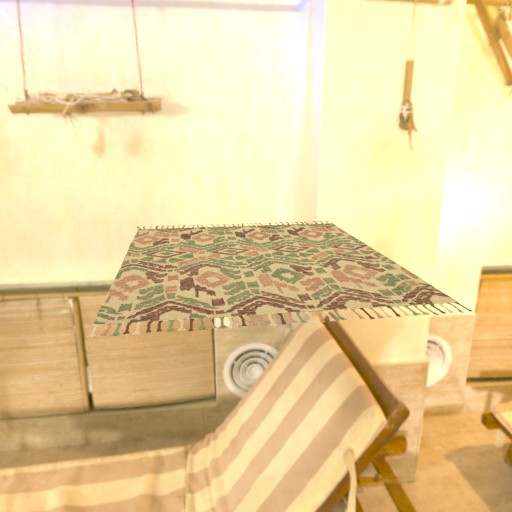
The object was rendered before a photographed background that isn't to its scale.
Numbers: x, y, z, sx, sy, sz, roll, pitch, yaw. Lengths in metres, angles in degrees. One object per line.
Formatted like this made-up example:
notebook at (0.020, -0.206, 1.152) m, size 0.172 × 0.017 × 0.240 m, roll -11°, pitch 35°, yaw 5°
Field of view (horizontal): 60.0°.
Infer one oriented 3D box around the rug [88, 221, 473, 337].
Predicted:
rug at (0.000, 0.000, 4.093) m, size 2.438 × 0.010 × 3.048 m, roll -2°, pitch 16°, yaw -8°
